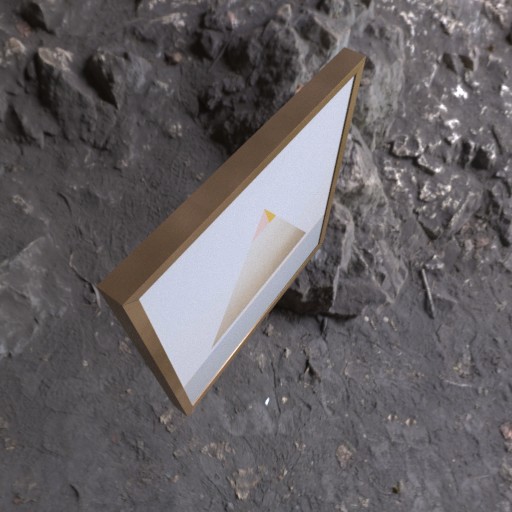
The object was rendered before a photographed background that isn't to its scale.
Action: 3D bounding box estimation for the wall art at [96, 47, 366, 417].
[{"bbox_3d":[0.000,0.000,0.781,0.038,0.511,0.513,32,63,18],"label":"wall art"}]
